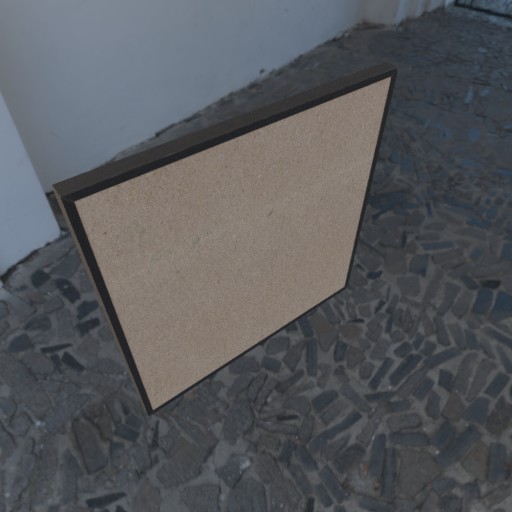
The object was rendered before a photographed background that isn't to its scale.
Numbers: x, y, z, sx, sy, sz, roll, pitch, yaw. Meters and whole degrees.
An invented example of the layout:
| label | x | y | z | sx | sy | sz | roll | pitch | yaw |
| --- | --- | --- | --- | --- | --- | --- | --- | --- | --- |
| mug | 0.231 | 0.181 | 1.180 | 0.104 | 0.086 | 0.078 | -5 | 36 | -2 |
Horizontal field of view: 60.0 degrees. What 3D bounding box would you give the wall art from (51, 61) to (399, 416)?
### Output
| label | x | y | z | sx | sy | sz | roll | pitch | yaw |
| --- | --- | --- | --- | --- | --- | --- | --- | --- | --- |
| wall art | 0.000 | 0.000 | 1.106 | 0.762 | 0.762 | 0.038 | -29 | 53 | -25 |
